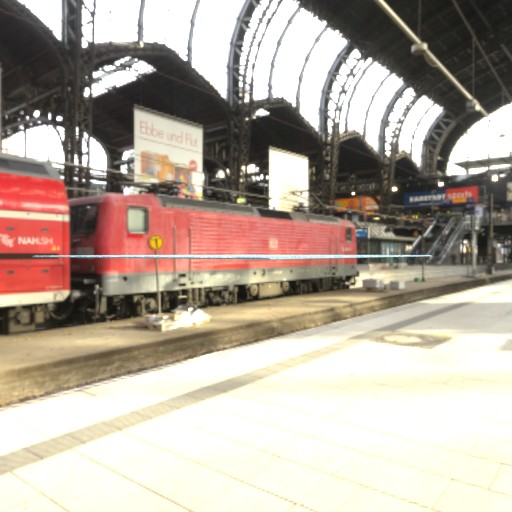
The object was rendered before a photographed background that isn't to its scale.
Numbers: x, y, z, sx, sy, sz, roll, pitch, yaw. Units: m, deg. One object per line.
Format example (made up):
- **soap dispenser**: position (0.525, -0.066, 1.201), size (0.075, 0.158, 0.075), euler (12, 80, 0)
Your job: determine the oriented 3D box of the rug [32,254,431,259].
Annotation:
- **rug**: position (0.000, 0.000, 4.130), size (2.363, 0.012, 2.980), euler (0, 0, 36)
